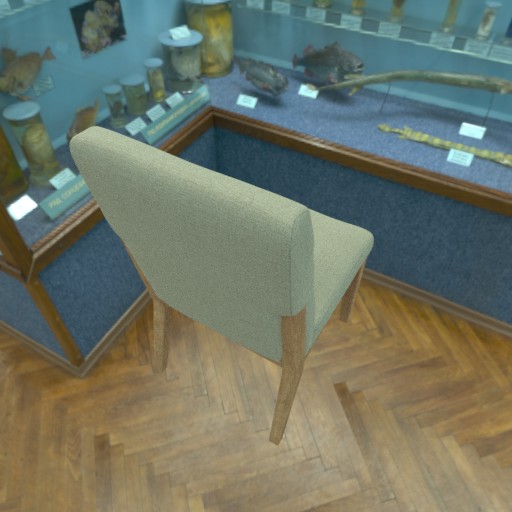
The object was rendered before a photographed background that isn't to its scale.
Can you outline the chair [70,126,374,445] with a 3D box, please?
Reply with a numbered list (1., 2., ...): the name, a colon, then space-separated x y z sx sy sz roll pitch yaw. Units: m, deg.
1. chair: 0.000 0.000 1.225 0.507 0.911 0.586 24 52 21
